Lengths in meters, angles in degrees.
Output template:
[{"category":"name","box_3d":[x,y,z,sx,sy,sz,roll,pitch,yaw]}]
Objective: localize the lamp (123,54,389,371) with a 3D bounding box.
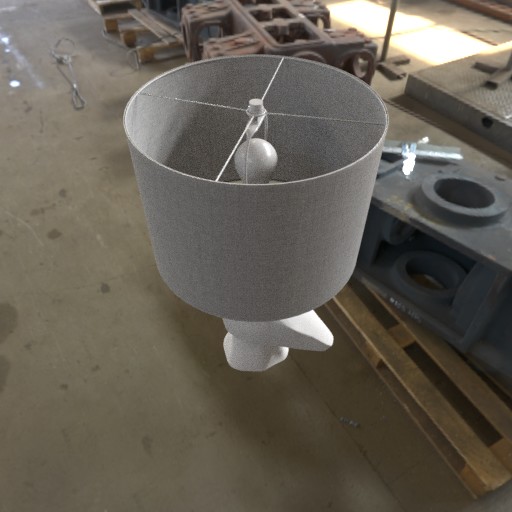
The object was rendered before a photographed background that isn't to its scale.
[{"category":"lamp","box_3d":[0.000,0.000,0.685,0.298,0.503,0.298,11,47,10]}]
